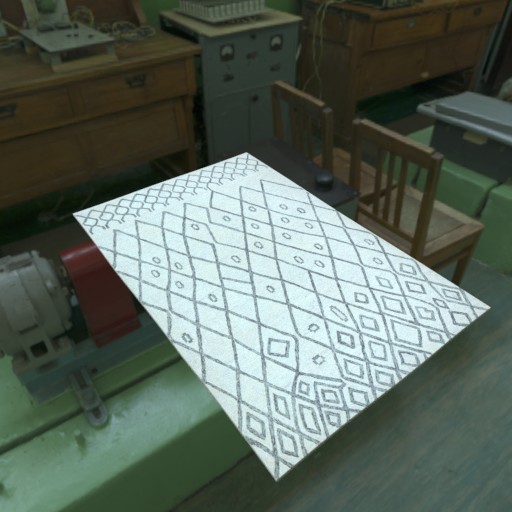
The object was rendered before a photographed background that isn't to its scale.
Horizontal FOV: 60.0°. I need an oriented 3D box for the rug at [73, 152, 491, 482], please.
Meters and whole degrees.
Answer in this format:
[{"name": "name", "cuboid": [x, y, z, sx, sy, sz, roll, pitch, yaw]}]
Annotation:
[{"name": "rug", "cuboid": [0.000, 0.000, 2.227, 1.222, 0.015, 1.828, -26, 47, -27]}]
